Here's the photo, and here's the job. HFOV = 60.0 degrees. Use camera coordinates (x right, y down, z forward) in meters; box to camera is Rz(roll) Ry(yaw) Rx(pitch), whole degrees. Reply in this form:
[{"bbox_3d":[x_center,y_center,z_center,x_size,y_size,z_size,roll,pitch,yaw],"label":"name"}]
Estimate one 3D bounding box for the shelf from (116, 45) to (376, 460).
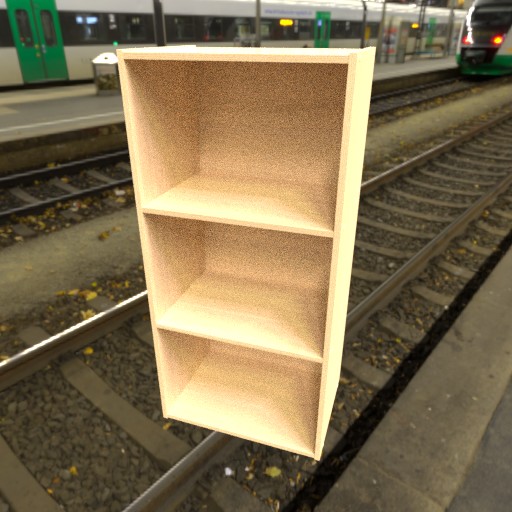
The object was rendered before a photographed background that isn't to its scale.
[{"bbox_3d":[0.000,0.000,1.032,0.417,0.876,0.292,9,28,17],"label":"shelf"}]
